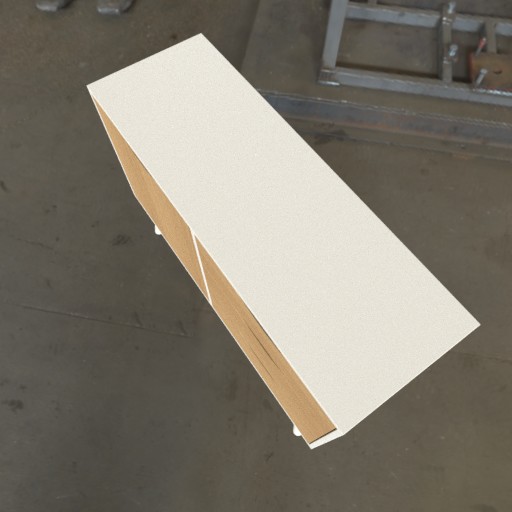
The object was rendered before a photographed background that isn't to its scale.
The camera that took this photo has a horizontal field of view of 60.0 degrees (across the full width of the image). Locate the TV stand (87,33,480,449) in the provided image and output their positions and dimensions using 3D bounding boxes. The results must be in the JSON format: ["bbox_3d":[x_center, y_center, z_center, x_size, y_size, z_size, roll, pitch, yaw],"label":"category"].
[{"bbox_3d":[0.000,0.000,1.532,0.406,0.812,1.193,-32,68,-15],"label":"TV stand"}]
